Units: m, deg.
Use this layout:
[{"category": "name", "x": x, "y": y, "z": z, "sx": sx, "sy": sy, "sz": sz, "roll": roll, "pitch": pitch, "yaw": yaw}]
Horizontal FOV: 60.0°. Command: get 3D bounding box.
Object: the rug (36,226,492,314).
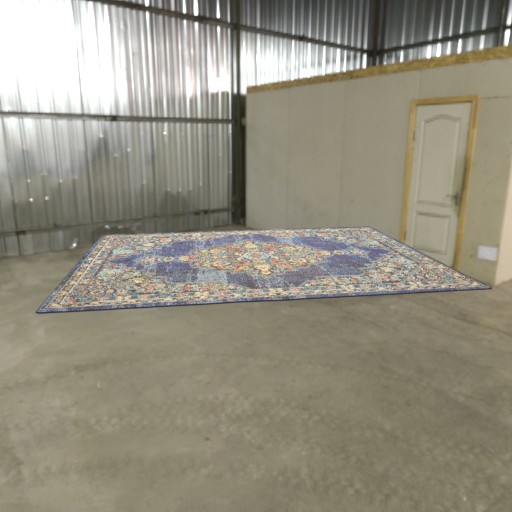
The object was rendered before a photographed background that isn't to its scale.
[{"category": "rug", "x": 0.000, "y": 0.000, "z": 2.894, "sx": 2.232, "sy": 0.009, "sz": 1.630, "roll": -2, "pitch": 15, "yaw": -8}]
